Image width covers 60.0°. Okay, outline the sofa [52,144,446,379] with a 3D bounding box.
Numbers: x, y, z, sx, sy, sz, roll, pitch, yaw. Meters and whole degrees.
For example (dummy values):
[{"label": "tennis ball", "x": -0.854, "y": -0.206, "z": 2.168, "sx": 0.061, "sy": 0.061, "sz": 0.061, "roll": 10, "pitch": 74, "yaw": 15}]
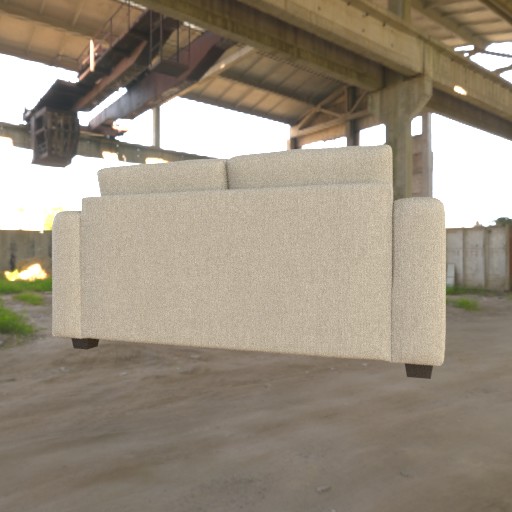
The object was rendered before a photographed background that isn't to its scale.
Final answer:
[{"label": "sofa", "x": 0.000, "y": 0.000, "z": 2.023, "sx": 1.540, "sy": 0.800, "sz": 0.900, "roll": 0, "pitch": 0, "yaw": 19}]
